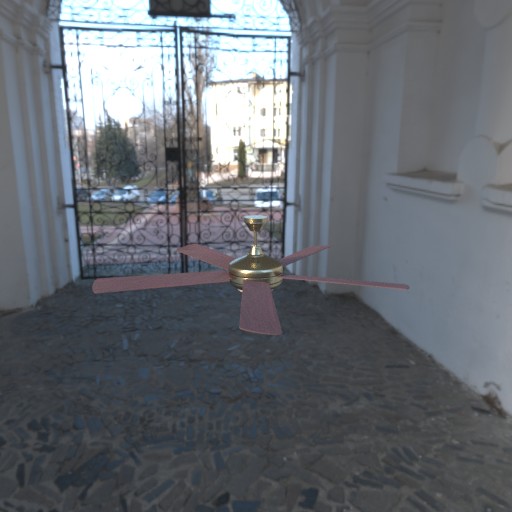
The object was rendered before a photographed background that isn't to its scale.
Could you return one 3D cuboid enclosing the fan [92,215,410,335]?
[{"bbox_3d":[0.000,0.000,2.009,1.321,0.356,1.321,2,14,8],"label":"fan"}]
